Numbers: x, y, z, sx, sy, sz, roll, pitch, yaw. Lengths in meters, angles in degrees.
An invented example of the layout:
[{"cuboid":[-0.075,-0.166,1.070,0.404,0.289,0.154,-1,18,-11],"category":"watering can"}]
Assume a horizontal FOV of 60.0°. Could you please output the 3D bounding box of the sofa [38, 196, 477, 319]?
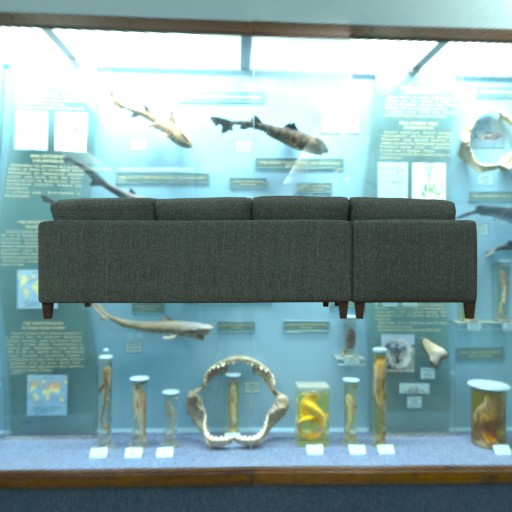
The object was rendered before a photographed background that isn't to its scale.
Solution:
[{"cuboid":[0.000,0.000,4.534,3.302,0.947,2.593,0,0,0],"category":"sofa"}]
